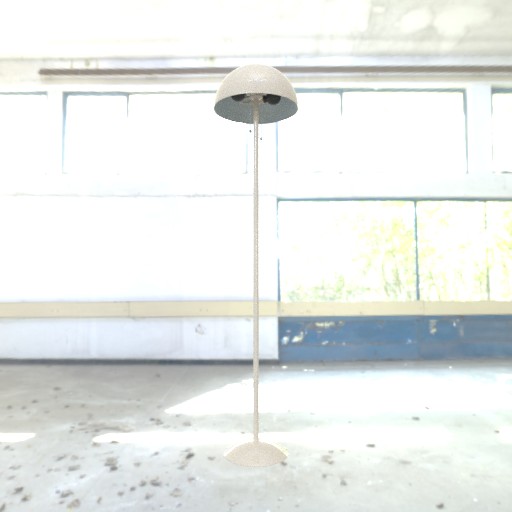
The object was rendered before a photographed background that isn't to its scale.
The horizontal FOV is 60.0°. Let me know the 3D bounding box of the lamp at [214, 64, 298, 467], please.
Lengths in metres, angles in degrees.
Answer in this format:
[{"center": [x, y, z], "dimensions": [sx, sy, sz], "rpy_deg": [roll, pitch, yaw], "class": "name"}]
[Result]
[{"center": [0.000, 0.000, 1.694], "dimensions": [0.328, 1.480, 0.328], "rpy_deg": [0, -2, 1], "class": "lamp"}]
